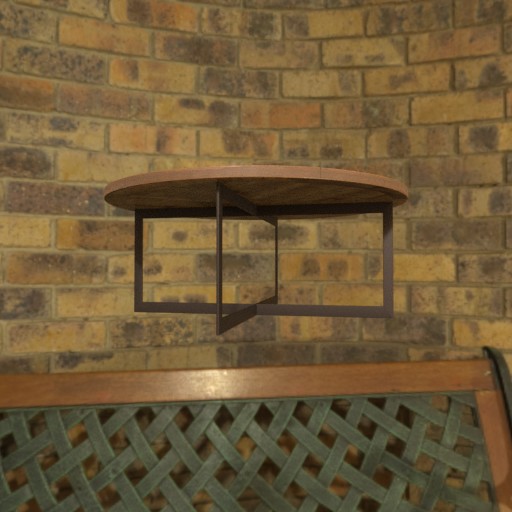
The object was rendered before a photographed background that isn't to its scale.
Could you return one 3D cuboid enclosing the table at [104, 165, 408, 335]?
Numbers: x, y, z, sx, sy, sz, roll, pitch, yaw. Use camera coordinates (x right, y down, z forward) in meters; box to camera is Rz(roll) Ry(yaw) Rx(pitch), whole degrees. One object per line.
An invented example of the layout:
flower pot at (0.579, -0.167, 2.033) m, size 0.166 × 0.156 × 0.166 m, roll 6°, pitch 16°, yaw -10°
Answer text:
table at (0.000, 0.000, 1.942) m, size 1.264 × 0.516 × 1.264 m, roll 0°, pitch -1°, yaw 0°
